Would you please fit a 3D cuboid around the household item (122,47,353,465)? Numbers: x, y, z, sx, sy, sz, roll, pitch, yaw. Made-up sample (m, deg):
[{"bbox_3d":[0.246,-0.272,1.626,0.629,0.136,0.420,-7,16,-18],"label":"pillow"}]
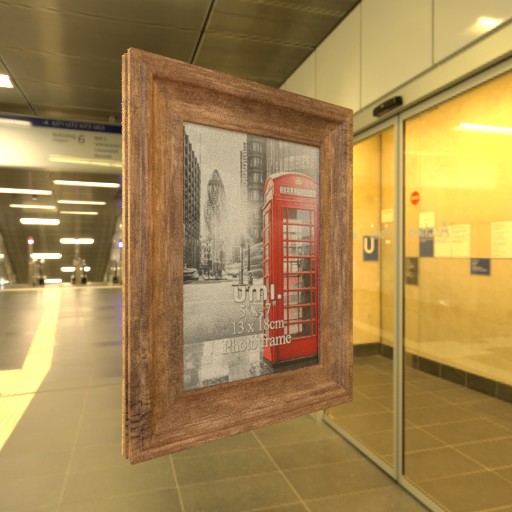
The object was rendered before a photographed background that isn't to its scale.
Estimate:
[{"bbox_3d":[0.000,0.000,0.311,0.186,0.237,0.018,0,0,-36],"label":"household item"}]
